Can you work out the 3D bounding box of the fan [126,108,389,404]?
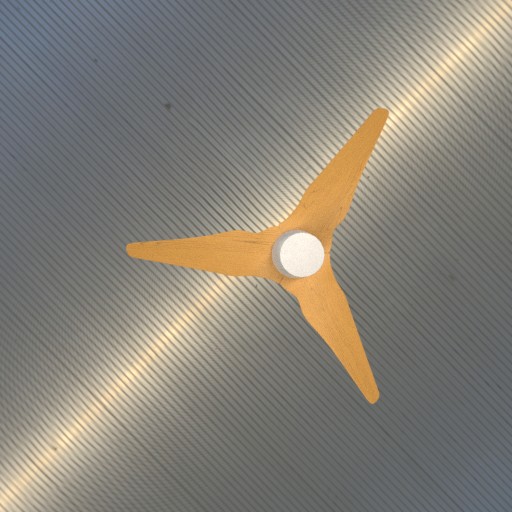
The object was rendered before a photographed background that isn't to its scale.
[{"bbox_3d":[0.000,0.000,1.613,1.010,0.355,1.142,0,91,1],"label":"fan"}]
